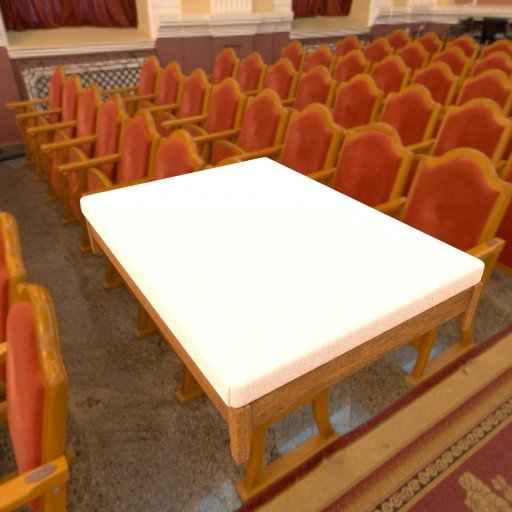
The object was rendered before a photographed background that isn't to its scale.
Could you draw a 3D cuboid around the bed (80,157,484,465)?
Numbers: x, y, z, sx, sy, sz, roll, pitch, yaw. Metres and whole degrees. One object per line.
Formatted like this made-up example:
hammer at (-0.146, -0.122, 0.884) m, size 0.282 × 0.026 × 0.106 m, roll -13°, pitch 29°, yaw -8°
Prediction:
bed at (0.000, 0.000, 2.725) m, size 1.536 × 0.431 × 2.016 m, roll -19°, pitch 36°, yaw -28°
